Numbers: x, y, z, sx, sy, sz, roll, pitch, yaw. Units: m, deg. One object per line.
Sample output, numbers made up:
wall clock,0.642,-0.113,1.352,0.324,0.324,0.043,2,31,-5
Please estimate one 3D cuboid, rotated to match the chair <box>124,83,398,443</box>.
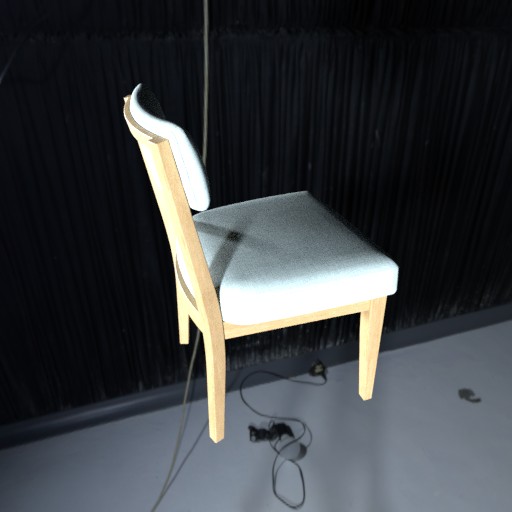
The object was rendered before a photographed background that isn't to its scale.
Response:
chair,0.000,0.000,1.190,0.572,0.832,0.508,-10,32,-17
